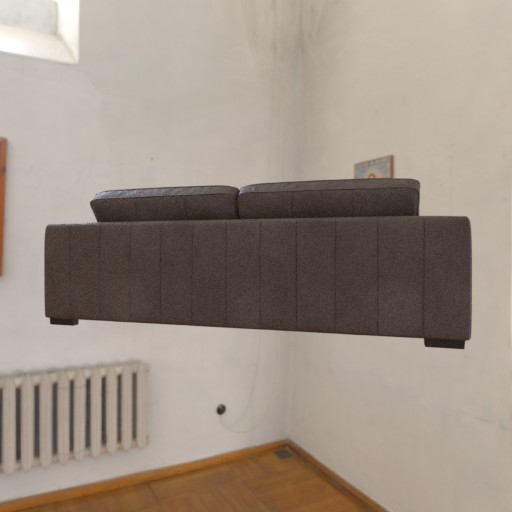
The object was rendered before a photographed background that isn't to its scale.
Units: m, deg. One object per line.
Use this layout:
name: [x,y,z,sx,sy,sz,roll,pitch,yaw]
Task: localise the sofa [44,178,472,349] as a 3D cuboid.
sofa: [0.000,0.000,2.727,2.262,0.801,1.070,0,1,17]
